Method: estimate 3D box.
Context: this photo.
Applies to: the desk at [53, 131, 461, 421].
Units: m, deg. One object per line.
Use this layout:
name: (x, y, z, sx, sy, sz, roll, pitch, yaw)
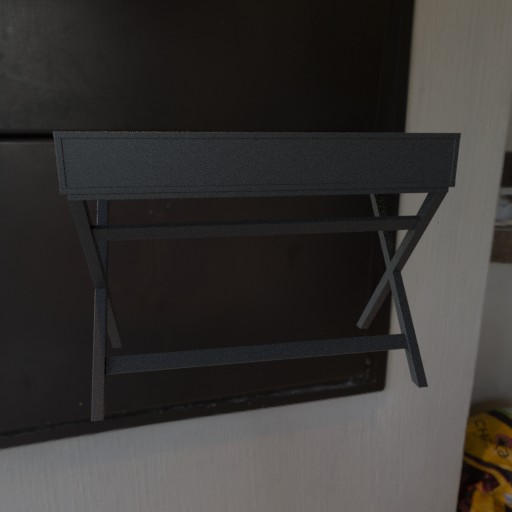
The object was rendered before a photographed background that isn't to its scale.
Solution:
desk: (0.000, 0.000, 1.468, 1.057, 0.780, 0.504, -3, 15, -10)
